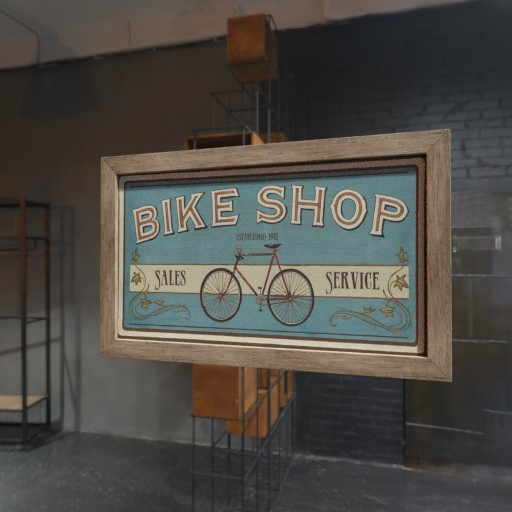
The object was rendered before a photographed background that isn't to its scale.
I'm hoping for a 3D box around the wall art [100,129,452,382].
[{"bbox_3d":[0.000,0.000,0.964,0.780,0.480,0.021,0,-1,17],"label":"wall art"}]
